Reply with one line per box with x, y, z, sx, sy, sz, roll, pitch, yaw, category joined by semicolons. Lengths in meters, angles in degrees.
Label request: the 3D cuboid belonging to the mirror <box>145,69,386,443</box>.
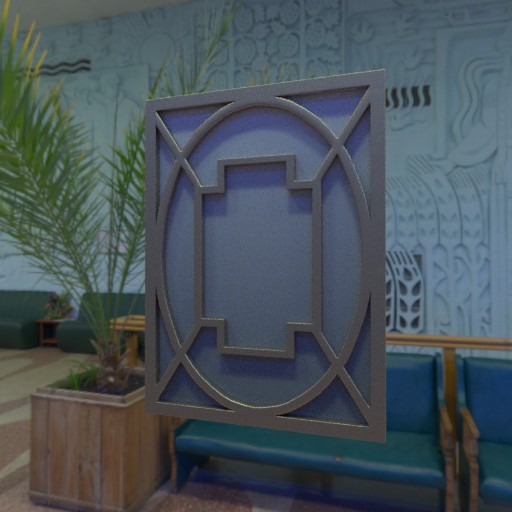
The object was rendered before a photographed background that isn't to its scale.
0.000;0.000;1.346;0.756;1.023;0.032;0;0;18;mirror
